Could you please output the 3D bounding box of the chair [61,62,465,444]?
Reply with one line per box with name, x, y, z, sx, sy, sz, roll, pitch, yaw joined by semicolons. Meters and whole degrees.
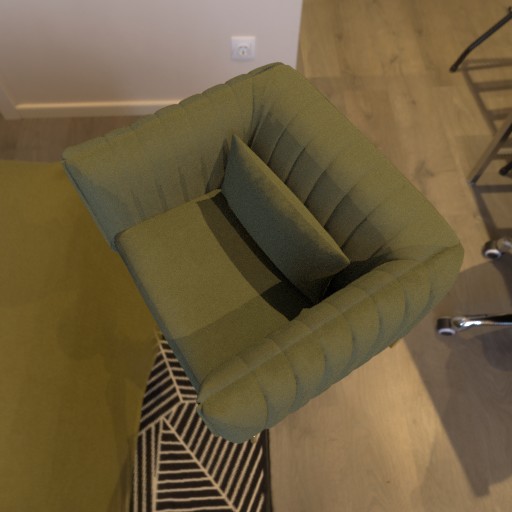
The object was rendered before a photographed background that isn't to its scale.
chair;0.000;0.000;1.619;0.877;0.794;1.032;-29;66;-15
